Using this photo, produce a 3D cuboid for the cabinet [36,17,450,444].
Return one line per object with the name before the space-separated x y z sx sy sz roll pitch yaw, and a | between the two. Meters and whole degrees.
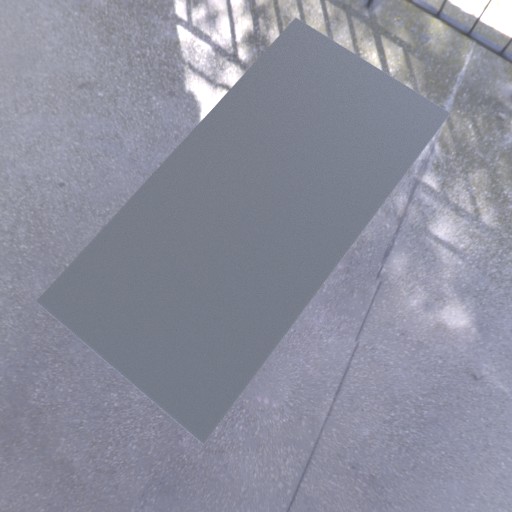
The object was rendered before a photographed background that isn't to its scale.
cabinet | 0.000 0.000 1.234 0.396 0.780 0.801 37 77 10
